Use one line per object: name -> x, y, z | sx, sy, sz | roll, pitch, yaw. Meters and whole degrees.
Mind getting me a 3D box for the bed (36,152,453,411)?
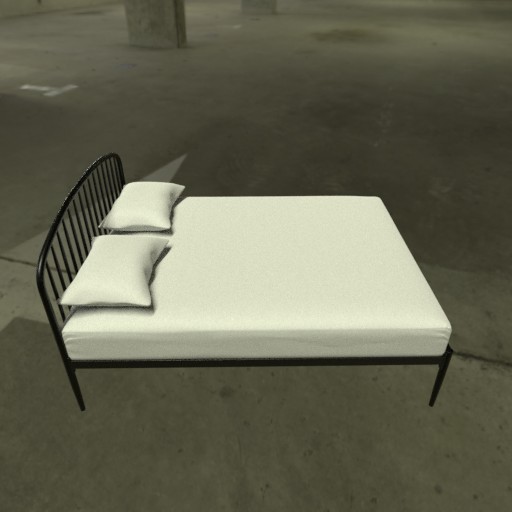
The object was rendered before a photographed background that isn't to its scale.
bed -> 0.000, 0.000, 3.029 | 2.159, 1.166, 1.618 | 0, 34, -1
